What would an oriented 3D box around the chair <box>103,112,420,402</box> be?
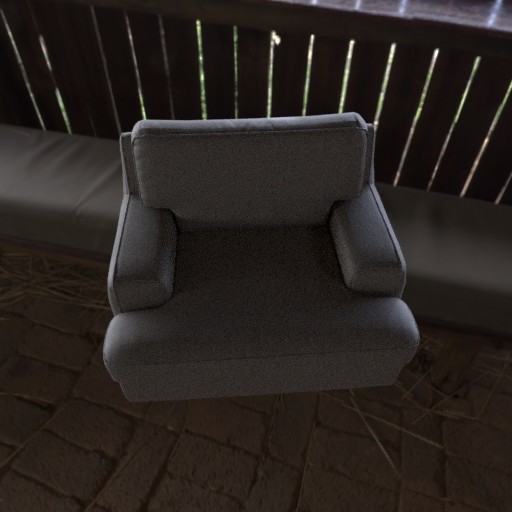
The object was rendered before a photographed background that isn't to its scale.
[{"bbox_3d":[0.000,0.000,2.013,1.270,0.974,1.043,-3,46,-3],"label":"chair"}]
